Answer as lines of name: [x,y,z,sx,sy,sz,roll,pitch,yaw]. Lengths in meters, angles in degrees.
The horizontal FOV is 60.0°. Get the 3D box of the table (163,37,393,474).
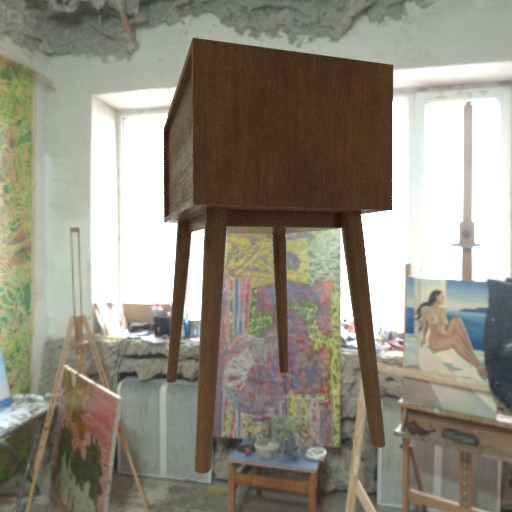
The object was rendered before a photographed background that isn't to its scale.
table: [0.000,0.000,0.845,0.307,0.580,0.454,0,1,-17]
